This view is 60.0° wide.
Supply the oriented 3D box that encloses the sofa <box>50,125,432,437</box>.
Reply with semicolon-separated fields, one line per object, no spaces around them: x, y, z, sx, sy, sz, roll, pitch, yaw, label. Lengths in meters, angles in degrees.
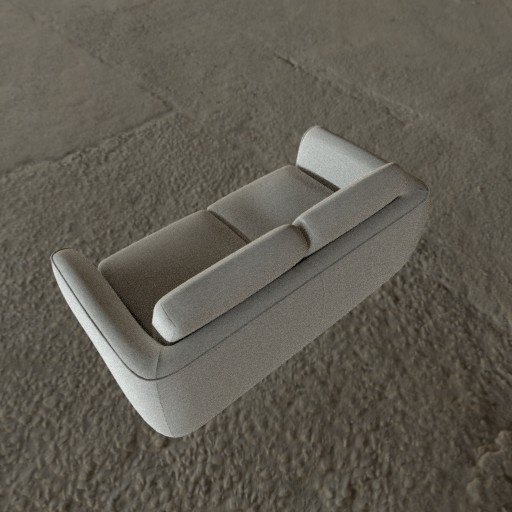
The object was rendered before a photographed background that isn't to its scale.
0.000;0.000;2.200;1.700;0.850;0.920;-32;54;-26;sofa
